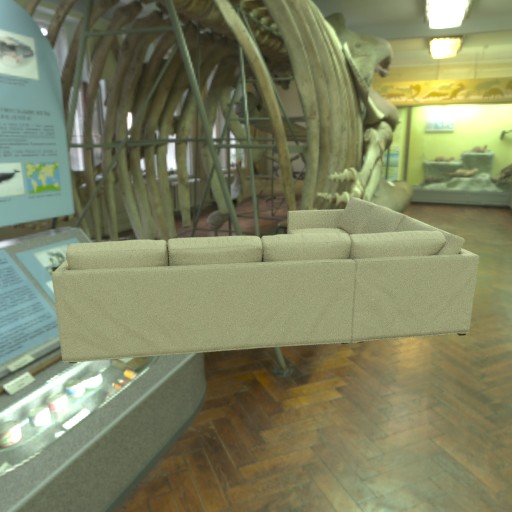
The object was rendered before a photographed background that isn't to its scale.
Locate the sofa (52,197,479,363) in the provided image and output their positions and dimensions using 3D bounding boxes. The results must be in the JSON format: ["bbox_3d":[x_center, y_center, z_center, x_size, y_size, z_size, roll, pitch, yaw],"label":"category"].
[{"bbox_3d":[0.000,0.000,4.428,3.182,0.871,2.432,-2,15,-8],"label":"sofa"}]
